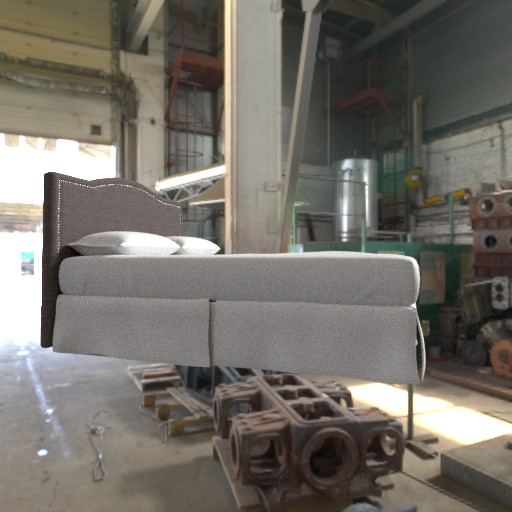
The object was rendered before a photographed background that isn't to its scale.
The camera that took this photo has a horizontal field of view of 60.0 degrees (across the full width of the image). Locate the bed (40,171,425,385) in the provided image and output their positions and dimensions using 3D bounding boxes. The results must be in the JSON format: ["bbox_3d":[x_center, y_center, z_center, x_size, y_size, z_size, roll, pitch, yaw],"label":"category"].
[{"bbox_3d":[0.000,0.000,3.839,2.689,1.457,2.161,0,0,18],"label":"bed"}]
